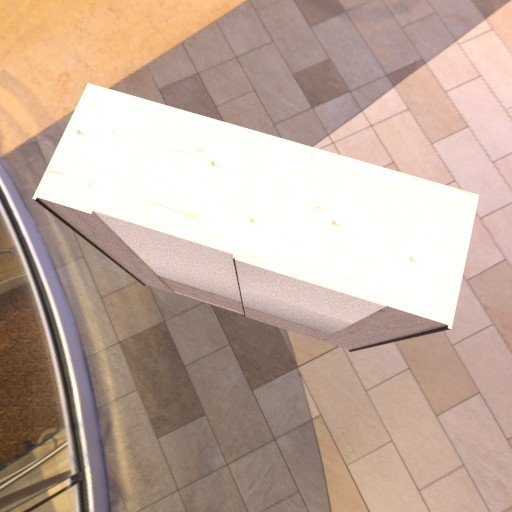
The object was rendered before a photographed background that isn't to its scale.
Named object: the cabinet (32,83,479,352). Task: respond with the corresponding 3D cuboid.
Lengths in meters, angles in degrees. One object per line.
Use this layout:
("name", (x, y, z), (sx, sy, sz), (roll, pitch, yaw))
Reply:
("cabinet", (0.000, 0.000, 3.143), (2.000, 2.180, 0.660), (17, 76, 4))
